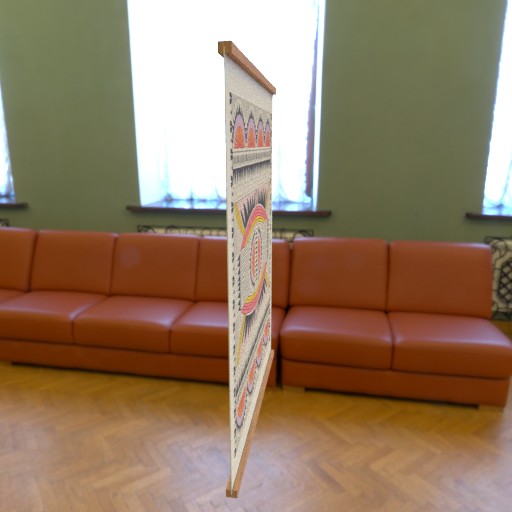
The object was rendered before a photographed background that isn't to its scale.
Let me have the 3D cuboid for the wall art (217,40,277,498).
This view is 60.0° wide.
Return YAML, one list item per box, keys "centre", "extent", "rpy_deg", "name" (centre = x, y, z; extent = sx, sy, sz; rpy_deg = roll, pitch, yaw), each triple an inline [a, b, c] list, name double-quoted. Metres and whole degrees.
- centre: [0.000, 0.000, 1.311]
  extent: [0.028, 1.016, 0.765]
  rpy_deg: [2, 14, 9]
  name: "wall art"
